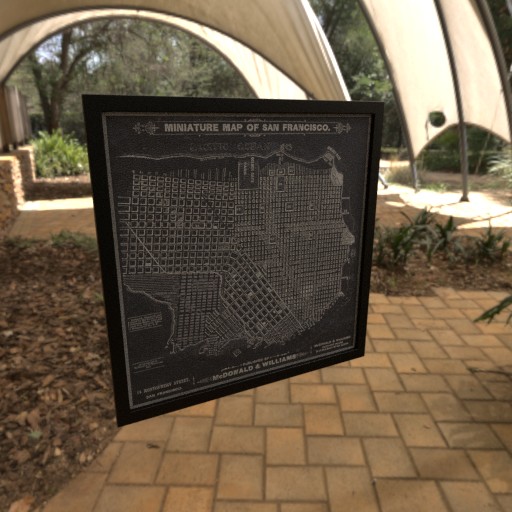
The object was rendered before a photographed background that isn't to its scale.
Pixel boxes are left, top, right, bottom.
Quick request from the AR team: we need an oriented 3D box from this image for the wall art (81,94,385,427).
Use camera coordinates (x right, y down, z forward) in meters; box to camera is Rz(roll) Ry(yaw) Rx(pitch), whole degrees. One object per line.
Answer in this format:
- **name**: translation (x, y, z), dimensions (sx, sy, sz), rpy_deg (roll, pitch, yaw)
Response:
- **wall art**: translation (0.000, 0.000, 0.684), dimensions (0.457, 0.458, 0.012), rpy_deg (-8, 19, -26)
